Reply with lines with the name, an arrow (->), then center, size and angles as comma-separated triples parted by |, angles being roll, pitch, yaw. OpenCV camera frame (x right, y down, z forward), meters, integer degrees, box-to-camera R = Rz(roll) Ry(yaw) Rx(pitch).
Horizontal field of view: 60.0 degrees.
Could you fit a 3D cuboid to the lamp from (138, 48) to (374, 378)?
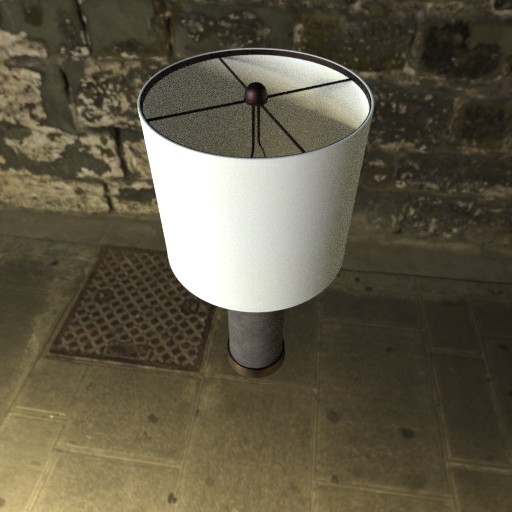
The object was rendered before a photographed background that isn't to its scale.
lamp -> 0.000, 0.000, 0.788 | 0.301, 0.630, 0.301 | 16, 48, 15
